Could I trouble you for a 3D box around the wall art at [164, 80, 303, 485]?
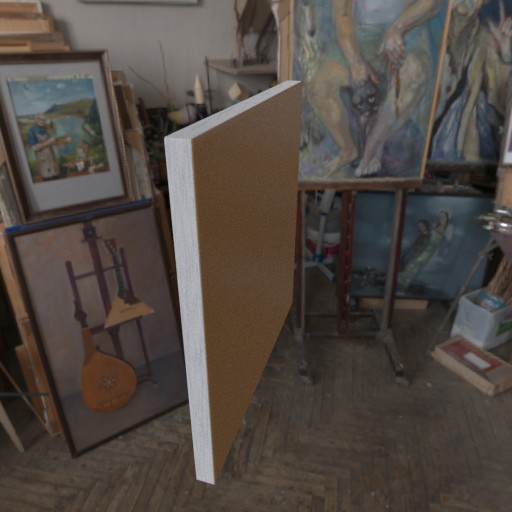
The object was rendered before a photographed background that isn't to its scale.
[{"bbox_3d":[0.000,0.000,1.918,0.078,1.288,1.287,8,29,15],"label":"wall art"}]
